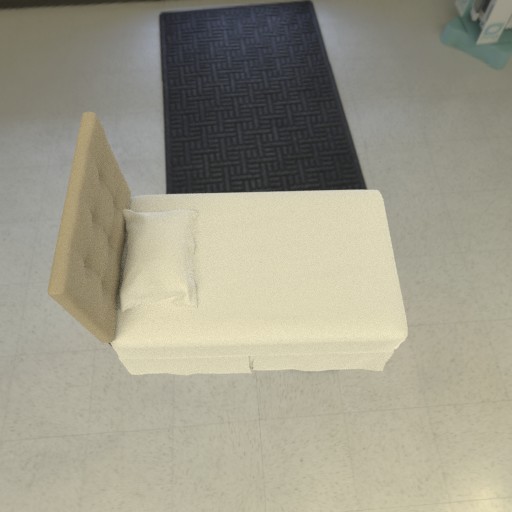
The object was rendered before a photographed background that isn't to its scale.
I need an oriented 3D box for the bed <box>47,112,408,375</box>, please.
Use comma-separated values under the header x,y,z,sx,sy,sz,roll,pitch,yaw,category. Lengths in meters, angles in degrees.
x,y,z,sx,sy,sz,roll,pitch,yaw,category
0.000,0.000,2.998,1.997,1.571,1.261,-2,63,-1,bed
